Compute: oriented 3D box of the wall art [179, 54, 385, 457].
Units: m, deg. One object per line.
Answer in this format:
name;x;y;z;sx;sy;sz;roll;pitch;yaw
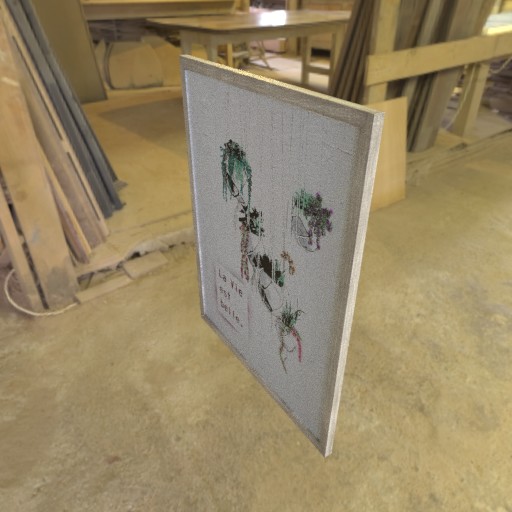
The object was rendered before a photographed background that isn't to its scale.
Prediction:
wall art;0.000;0.000;1.338;0.035;1.022;0.781;-21;38;-29
